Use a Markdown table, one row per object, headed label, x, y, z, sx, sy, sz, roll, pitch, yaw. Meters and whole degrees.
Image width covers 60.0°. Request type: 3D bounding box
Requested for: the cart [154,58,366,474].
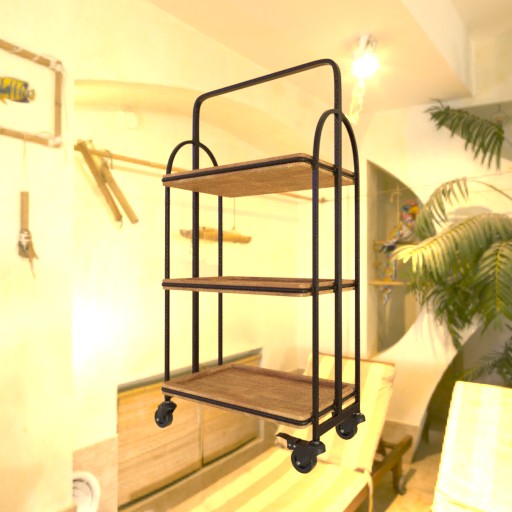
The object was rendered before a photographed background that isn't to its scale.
| label | x | y | z | sx | sy | sz | roll | pitch | yaw |
| --- | --- | --- | --- | --- | --- | --- | --- | --- | --- |
| cart | 0.000 | 0.000 | 1.255 | 0.553 | 1.001 | 0.327 | 0 | -1 | 36 |
